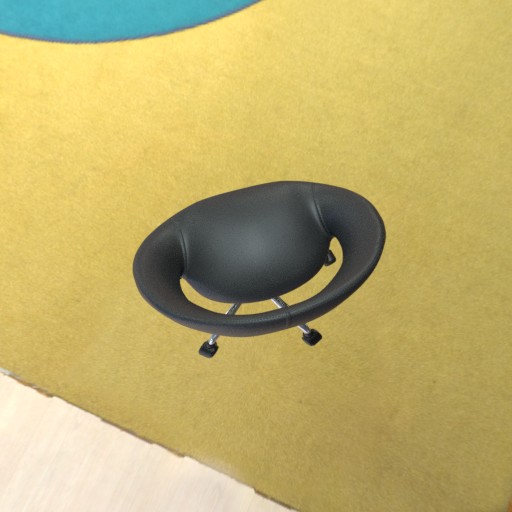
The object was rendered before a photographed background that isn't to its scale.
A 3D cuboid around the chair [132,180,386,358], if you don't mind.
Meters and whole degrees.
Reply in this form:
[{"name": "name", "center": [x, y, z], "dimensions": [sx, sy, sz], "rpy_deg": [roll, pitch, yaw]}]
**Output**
[{"name": "chair", "center": [0.000, 0.000, 1.238], "dimensions": [0.612, 0.791, 0.538], "rpy_deg": [-14, 76, -4]}]
